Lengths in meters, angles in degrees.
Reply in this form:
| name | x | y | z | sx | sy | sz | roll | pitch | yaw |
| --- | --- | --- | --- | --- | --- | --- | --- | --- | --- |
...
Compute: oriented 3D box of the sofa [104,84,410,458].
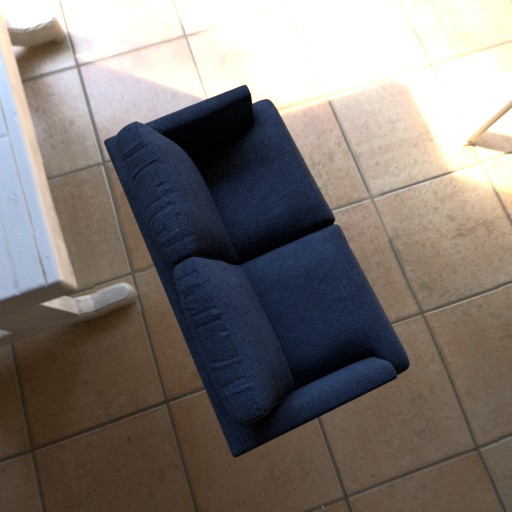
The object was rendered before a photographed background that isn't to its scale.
| name | x | y | z | sx | sy | sz | roll | pitch | yaw |
| --- | --- | --- | --- | --- | --- | --- | --- | --- | --- |
| sofa | 0.000 | 0.000 | 2.190 | 0.903 | 0.944 | 1.582 | -24 | 77 | -6 |
